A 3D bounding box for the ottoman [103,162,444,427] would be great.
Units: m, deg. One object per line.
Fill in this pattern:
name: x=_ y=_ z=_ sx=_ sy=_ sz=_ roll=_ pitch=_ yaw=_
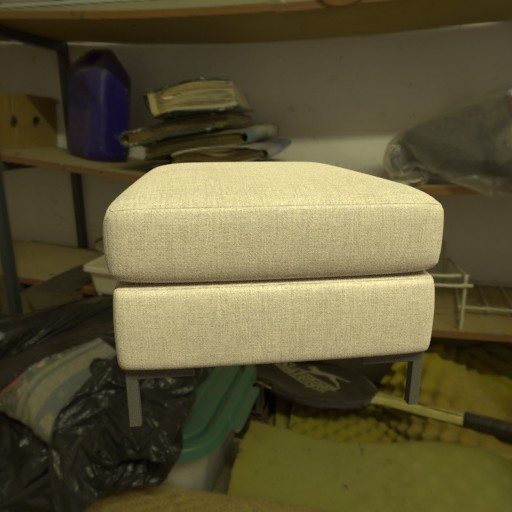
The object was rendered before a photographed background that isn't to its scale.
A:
ottoman: x=0.000 y=0.000 z=1.239 sx=0.671 sy=0.490 sz=0.820 roll=-2 pitch=16 yaw=-7
